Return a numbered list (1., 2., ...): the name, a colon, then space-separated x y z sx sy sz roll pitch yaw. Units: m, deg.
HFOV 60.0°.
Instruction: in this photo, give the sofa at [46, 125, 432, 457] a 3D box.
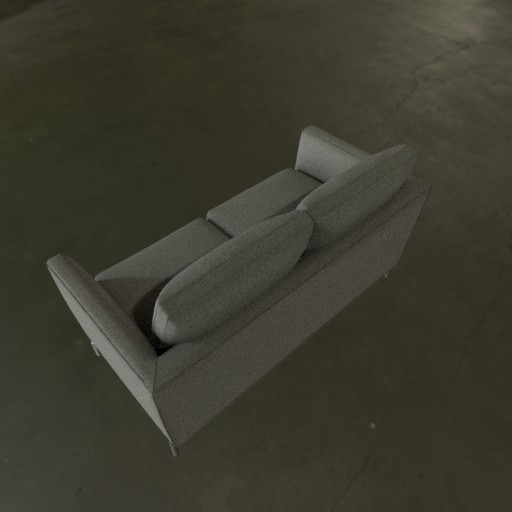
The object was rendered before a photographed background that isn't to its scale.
1. sofa: 0.000 0.000 2.111 1.594 0.924 0.803 -33 54 -28
